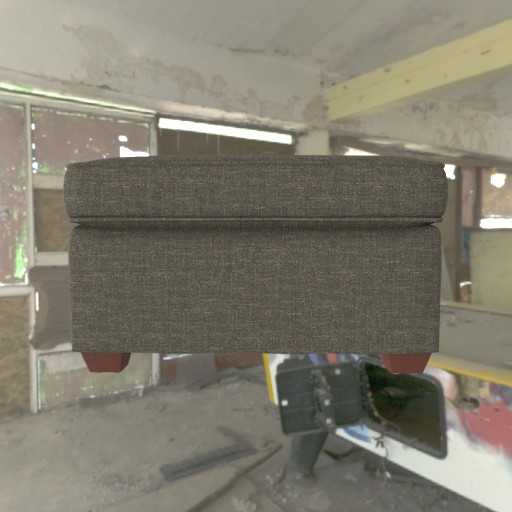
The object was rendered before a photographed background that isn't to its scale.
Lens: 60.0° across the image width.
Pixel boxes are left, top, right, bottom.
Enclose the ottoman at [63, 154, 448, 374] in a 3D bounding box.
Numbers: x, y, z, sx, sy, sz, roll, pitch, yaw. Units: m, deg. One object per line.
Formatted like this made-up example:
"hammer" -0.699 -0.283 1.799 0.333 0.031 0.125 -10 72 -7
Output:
"ottoman" 0.000 0.000 1.088 0.749 0.450 0.549 0 3 1
